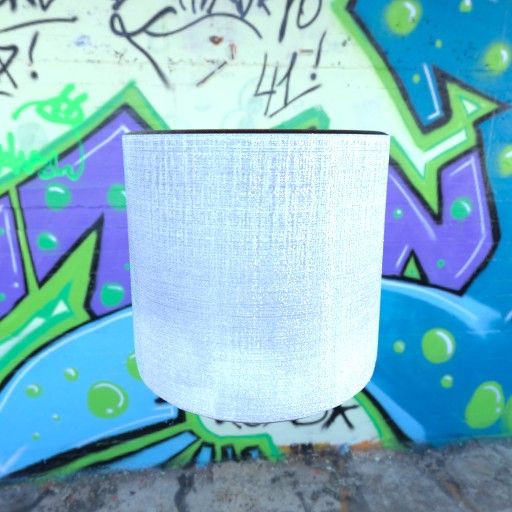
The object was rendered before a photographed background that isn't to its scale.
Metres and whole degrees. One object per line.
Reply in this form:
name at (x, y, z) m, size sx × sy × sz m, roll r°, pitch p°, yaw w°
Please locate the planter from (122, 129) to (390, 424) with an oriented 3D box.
planter at (0.000, 0.000, 0.289) m, size 0.160 × 0.156 × 0.160 m, roll 0°, pitch 14°, yaw 0°
